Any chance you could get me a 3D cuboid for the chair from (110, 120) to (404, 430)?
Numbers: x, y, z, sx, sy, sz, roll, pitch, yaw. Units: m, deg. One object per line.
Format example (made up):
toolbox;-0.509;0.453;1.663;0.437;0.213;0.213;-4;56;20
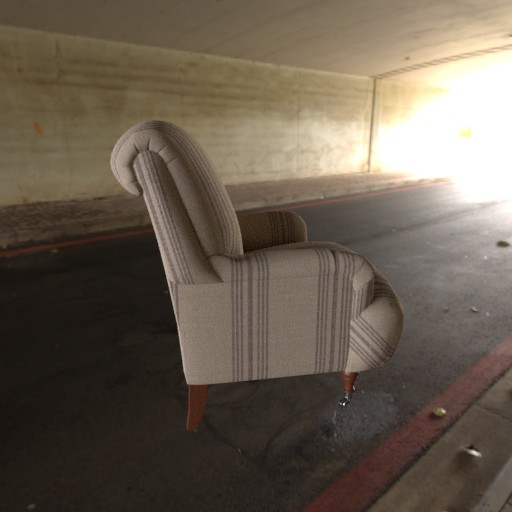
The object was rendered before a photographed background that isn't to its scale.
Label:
chair;0.000;0.000;1.626;0.914;0.940;0.813;-3;15;-11
